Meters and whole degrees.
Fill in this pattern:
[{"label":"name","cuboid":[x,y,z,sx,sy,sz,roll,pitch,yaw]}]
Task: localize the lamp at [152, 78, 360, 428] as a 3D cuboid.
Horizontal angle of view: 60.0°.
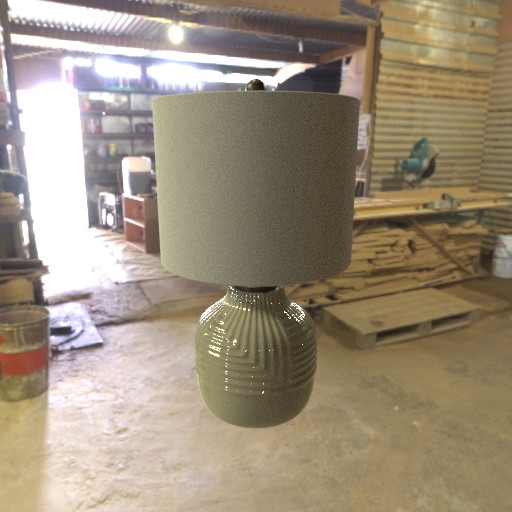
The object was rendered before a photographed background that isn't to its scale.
[{"label":"lamp","cuboid":[0.000,0.000,0.756,0.318,0.567,0.318,0,15,0]}]
